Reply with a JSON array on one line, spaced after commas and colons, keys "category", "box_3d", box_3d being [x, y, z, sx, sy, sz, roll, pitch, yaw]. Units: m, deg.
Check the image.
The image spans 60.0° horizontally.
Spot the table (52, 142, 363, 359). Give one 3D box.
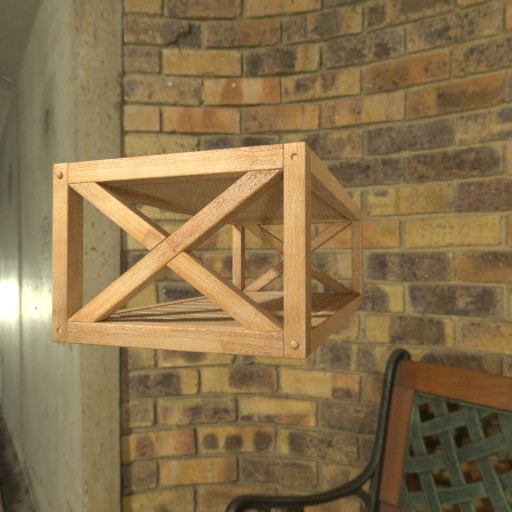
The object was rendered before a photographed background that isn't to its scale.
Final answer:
[{"category": "table", "box_3d": [0.000, 0.000, 1.647, 0.660, 0.457, 1.321, 0, -1, 19]}]
